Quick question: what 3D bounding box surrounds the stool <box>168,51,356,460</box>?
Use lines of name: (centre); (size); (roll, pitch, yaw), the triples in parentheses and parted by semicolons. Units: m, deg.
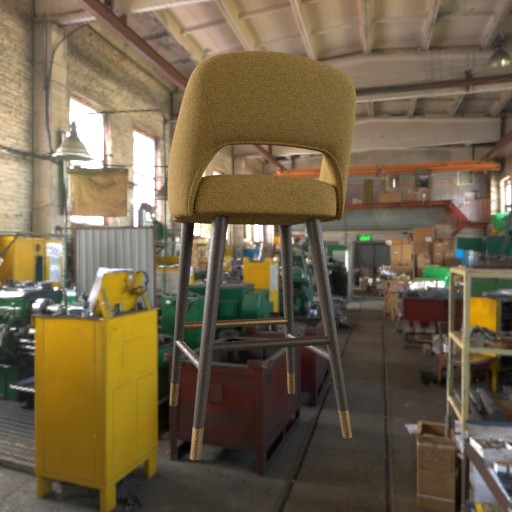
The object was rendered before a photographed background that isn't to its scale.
stool: (0.000, 0.000, 1.357); (0.536, 1.032, 0.522); (0, 0, -18)
